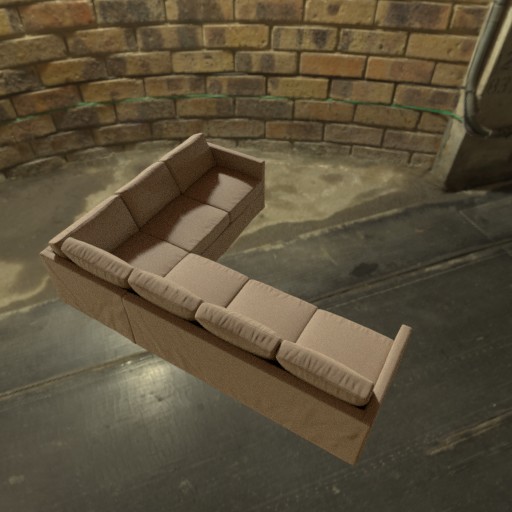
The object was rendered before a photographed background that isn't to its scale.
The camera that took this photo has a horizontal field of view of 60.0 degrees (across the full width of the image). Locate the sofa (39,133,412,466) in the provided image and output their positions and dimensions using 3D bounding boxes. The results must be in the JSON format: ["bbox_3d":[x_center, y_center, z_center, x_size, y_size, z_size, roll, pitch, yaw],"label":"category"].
[{"bbox_3d":[0.000,0.000,4.352,3.182,0.871,2.432,22,48,21],"label":"sofa"}]
